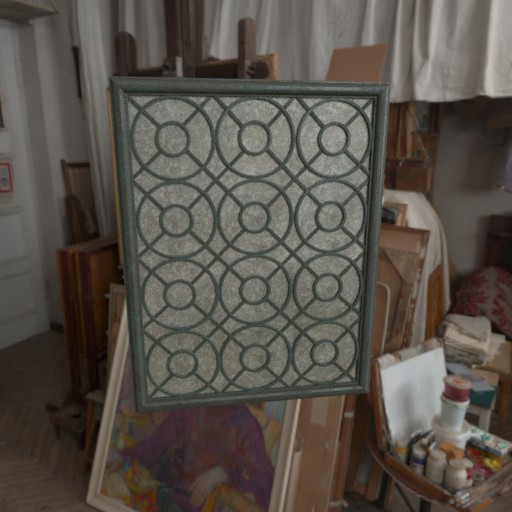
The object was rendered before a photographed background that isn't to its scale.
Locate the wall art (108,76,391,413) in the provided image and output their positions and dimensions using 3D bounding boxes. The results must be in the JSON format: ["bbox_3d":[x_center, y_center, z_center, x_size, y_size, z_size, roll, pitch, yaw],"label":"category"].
[{"bbox_3d":[0.000,0.000,1.317,0.767,0.983,0.030,-2,15,-8],"label":"wall art"}]
